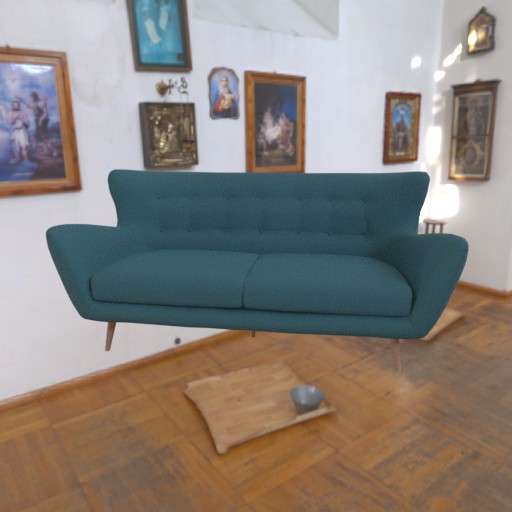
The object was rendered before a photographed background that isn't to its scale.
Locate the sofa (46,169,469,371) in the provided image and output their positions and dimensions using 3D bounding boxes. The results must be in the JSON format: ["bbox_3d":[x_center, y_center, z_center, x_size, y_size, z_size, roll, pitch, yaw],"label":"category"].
[{"bbox_3d":[0.000,0.000,2.398,1.930,0.890,0.889,2,14,8],"label":"sofa"}]
